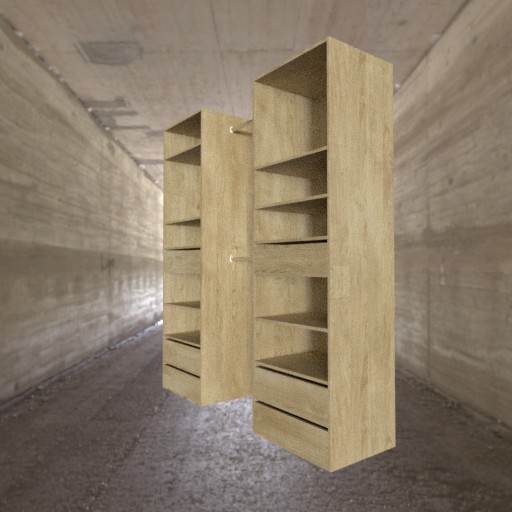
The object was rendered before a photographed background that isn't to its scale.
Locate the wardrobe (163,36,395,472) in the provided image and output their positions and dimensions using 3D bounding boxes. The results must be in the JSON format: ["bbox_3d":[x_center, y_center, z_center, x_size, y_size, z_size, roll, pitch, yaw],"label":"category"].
[{"bbox_3d":[0.000,0.000,2.883,0.480,2.000,1.770,1,-2,-37],"label":"wardrobe"}]
